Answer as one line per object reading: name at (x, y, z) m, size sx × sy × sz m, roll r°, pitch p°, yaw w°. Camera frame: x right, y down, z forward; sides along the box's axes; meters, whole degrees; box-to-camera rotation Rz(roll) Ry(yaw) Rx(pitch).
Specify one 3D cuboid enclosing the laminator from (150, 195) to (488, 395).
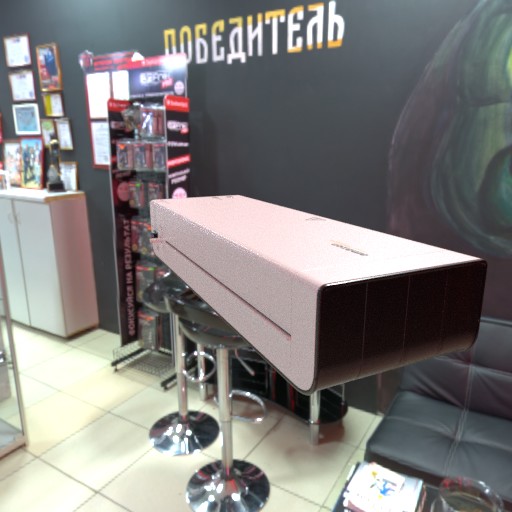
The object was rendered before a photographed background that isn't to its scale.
laminator at (0.000, 0.000, 0.375) m, size 0.123 × 0.062 × 0.340 m, roll -7°, pitch 16°, yaw -25°
